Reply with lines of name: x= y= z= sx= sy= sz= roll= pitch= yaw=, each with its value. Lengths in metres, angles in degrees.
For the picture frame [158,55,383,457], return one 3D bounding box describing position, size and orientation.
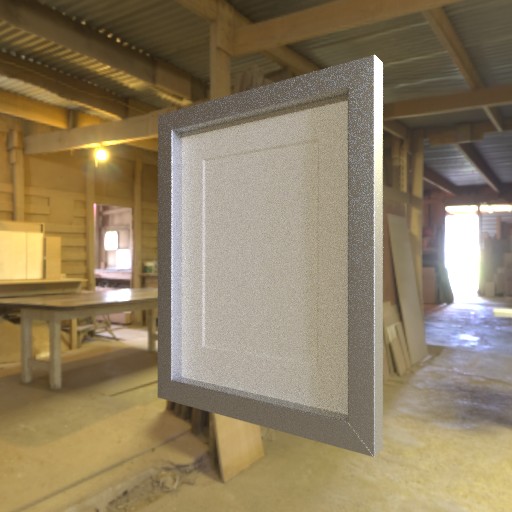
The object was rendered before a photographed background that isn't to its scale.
picture frame: x=0.000 y=0.000 z=0.530 sx=0.307 sy=0.386 sz=0.036 roll=0 pitch=0 yaw=36
